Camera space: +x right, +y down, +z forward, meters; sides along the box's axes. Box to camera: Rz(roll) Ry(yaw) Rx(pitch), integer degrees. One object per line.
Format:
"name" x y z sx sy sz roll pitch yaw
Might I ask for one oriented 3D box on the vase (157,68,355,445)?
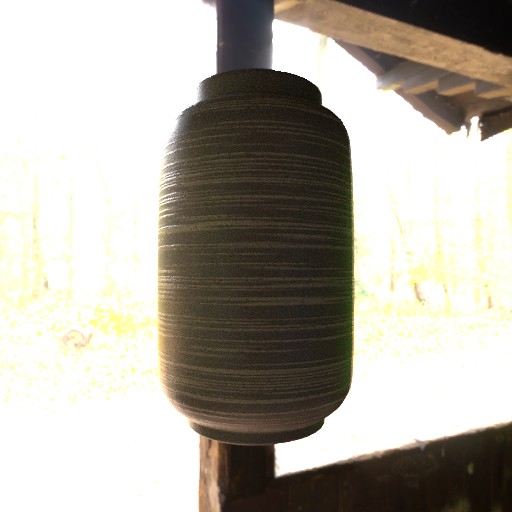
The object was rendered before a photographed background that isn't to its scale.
"vase" 0.000 0.000 0.684 0.297 0.499 0.297 0 -2 0
